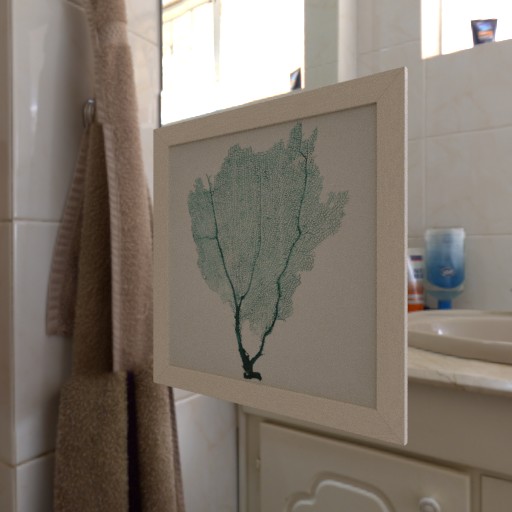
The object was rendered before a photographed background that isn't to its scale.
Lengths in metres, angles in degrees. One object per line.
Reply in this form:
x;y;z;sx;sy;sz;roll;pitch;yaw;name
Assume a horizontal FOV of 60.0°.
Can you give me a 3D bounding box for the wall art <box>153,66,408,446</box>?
0.000;0.000;0.848;0.572;0.577;0.015;0;0;36;wall art
